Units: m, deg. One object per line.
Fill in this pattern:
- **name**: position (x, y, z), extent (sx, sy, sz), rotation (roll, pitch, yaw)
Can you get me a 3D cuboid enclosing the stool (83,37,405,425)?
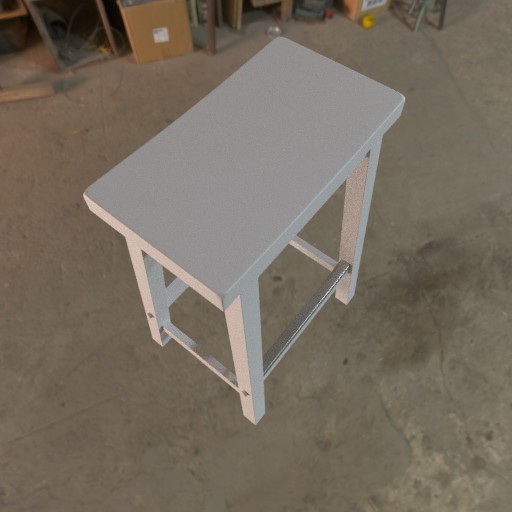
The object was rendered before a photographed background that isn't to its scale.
- **stool**: position (0.000, 0.000, 0.851), extent (0.322, 0.610, 0.406), rotation (35, 66, 18)
